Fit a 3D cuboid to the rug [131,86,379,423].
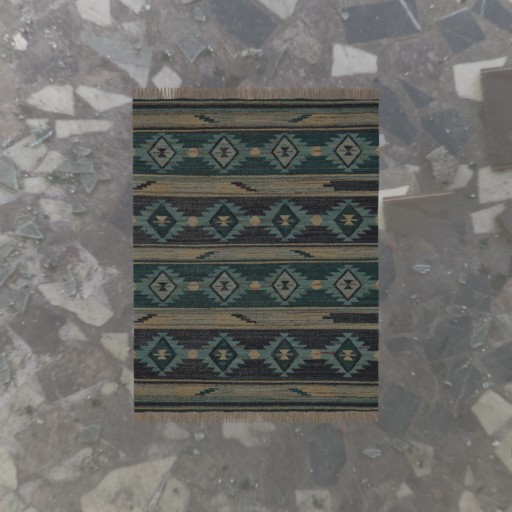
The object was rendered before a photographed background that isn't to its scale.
[{"bbox_3d":[0.000,0.000,4.335,2.418,0.047,3.307,0,91,0],"label":"rug"}]
